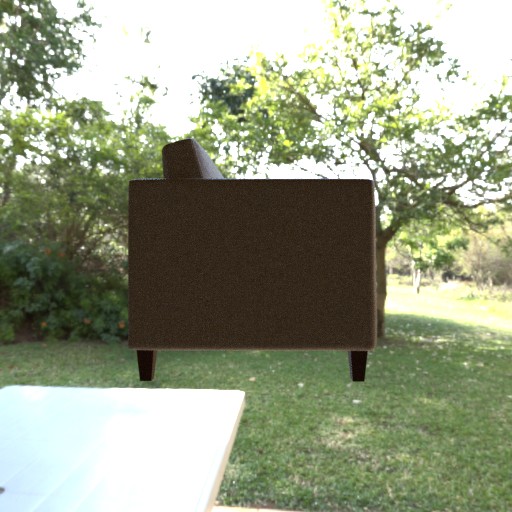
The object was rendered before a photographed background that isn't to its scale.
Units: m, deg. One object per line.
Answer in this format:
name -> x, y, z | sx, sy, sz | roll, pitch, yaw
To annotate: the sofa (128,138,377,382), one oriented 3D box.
sofa -> 0.000, 0.000, 2.821 | 0.951, 0.965, 2.434 | 0, 0, 1
